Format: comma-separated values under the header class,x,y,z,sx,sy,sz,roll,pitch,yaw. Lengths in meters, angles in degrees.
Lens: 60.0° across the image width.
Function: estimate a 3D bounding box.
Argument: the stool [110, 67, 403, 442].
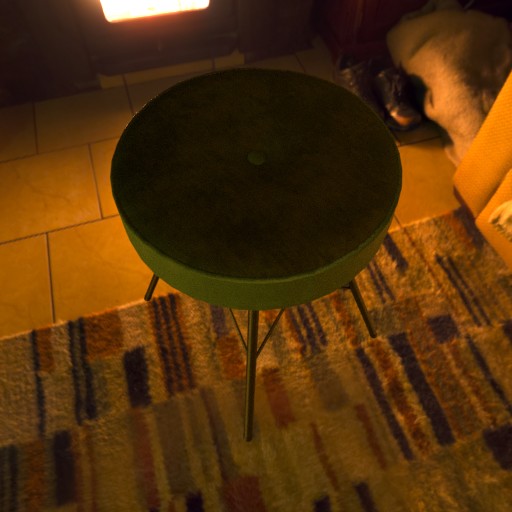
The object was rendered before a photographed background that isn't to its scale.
class,x,y,z,sx,sy,sz,roll,pitch,yaw
stool,0.000,0.000,0.890,0.430,0.595,0.457,-33,64,-19
